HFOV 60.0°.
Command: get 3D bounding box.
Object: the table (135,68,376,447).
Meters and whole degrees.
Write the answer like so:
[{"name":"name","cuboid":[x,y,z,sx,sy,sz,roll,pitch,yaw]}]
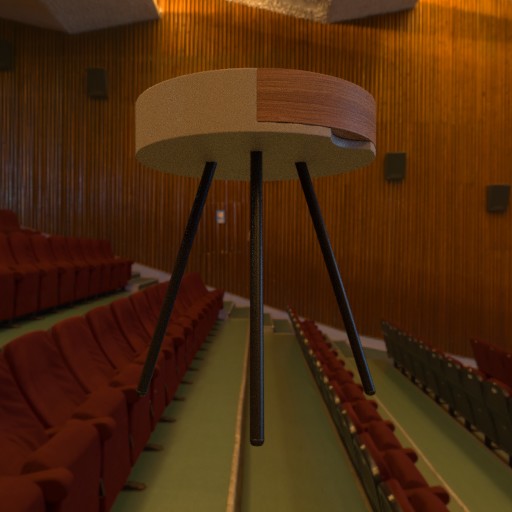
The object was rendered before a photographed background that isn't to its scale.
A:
[{"name":"table","cuboid":[0.000,0.000,0.830,0.450,0.525,0.450,0,1,0]}]
